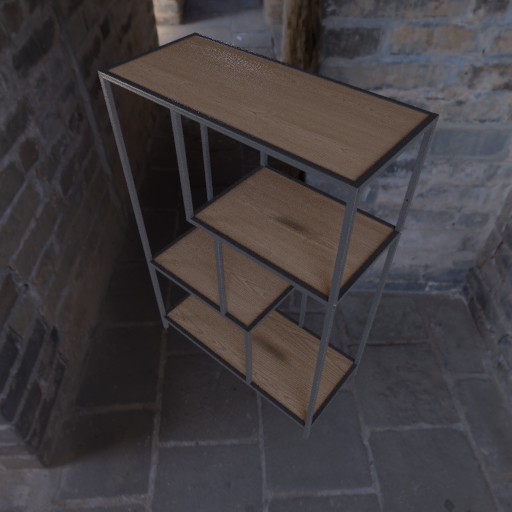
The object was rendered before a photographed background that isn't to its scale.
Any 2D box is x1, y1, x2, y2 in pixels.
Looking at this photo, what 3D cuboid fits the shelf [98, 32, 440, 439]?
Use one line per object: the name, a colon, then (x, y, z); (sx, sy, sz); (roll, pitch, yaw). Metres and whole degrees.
shelf: (0.000, 0.000, 1.471); (0.770, 1.138, 0.350); (31, 54, 27)
